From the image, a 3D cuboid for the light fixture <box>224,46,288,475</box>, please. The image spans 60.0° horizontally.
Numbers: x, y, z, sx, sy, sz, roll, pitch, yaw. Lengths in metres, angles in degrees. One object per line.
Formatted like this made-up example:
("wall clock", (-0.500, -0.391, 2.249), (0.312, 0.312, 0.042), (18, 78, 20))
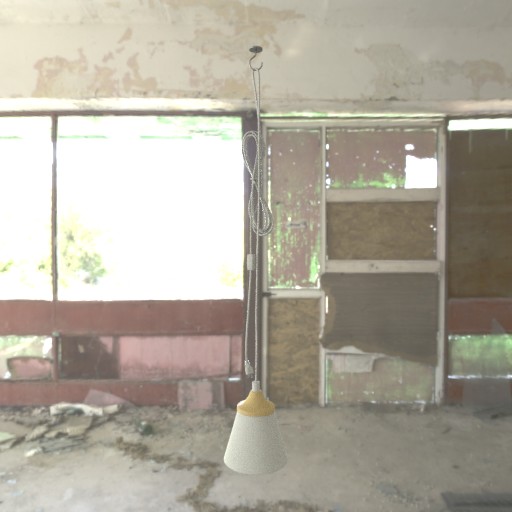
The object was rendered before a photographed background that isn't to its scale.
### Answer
("light fixture", (0.000, 0.000, 1.046), (0.153, 0.966, 0.153), (1, 2, 36))
